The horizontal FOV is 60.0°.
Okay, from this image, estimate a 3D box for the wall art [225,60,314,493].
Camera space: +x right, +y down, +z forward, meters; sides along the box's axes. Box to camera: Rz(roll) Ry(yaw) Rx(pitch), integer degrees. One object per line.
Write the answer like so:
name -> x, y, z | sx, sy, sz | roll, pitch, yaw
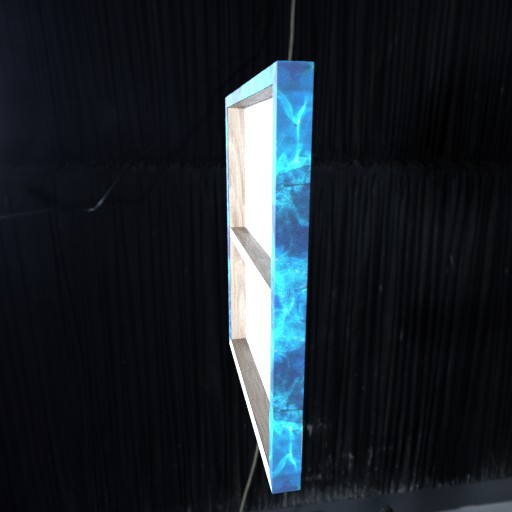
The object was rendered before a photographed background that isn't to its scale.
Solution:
wall art -> 0.000, 0.000, 0.703 | 0.038, 0.508, 0.432 | -3, 15, -10
